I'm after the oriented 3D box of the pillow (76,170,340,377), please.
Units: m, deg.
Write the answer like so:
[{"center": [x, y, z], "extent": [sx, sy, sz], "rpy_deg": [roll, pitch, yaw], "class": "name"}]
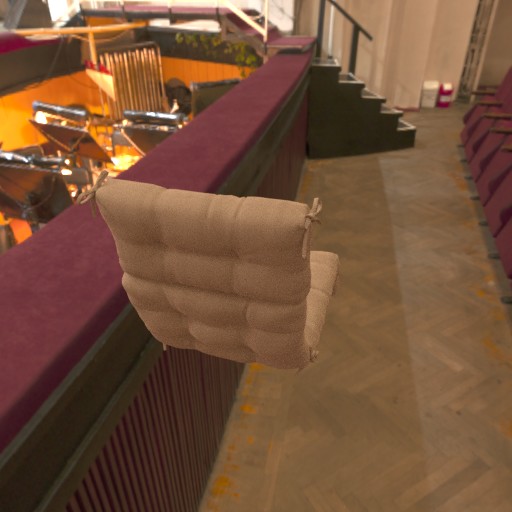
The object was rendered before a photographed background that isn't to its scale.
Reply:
[{"center": [0.000, 0.000, 1.490], "extent": [0.526, 0.863, 1.016], "rpy_deg": [9, 33, 14], "class": "pillow"}]
